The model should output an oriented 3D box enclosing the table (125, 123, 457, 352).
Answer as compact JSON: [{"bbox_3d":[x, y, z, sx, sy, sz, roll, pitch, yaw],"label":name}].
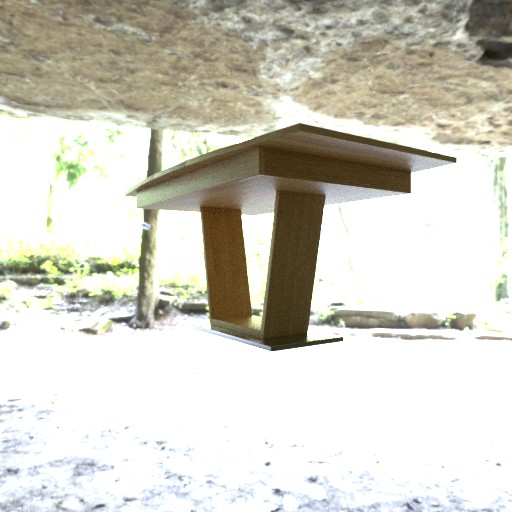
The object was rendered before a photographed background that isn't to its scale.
[{"bbox_3d":[0.000,0.000,2.132,0.900,0.748,1.598,0,0,-34],"label":"table"}]
